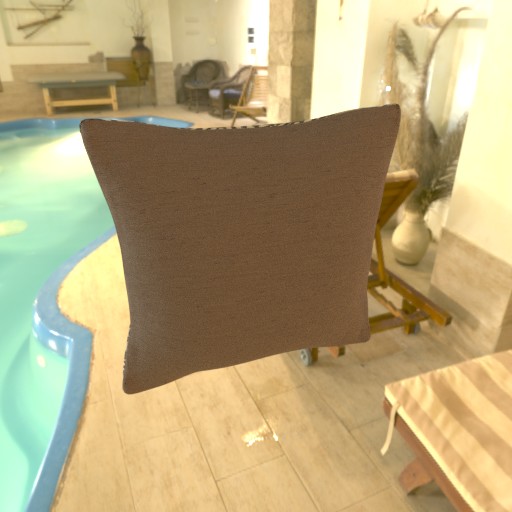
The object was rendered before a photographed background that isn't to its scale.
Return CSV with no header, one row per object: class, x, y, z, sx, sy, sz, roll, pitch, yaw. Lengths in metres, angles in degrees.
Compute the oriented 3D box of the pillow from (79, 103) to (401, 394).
pillow,0.000,0.000,0.659,0.436,0.417,0.148,-8,28,-16
